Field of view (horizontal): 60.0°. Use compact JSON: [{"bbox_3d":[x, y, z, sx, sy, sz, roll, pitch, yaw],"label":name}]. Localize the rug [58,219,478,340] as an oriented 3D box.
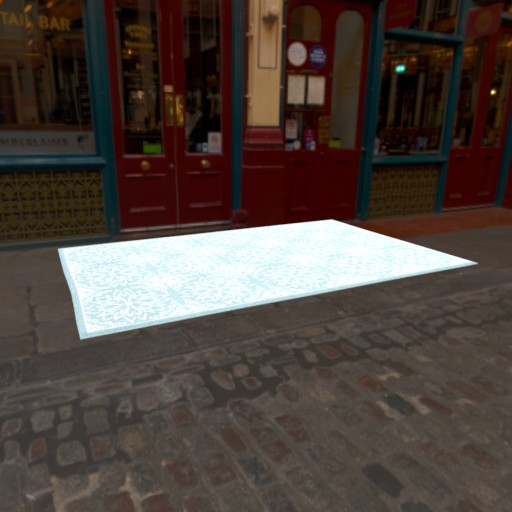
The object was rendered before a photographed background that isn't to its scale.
[{"bbox_3d":[0.000,0.000,2.316,1.840,0.012,1.219,-8,18,-25],"label":"rug"}]
